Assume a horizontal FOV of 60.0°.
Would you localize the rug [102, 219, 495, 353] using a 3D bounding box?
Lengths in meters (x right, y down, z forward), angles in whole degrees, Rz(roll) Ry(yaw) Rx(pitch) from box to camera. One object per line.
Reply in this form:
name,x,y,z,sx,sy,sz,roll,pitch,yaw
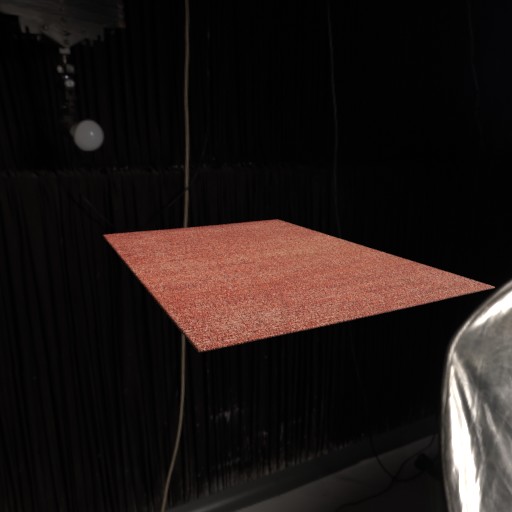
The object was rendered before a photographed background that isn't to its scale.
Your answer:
rug,0.000,0.000,5.071,2.803,0.025,3.965,-7,16,-26
